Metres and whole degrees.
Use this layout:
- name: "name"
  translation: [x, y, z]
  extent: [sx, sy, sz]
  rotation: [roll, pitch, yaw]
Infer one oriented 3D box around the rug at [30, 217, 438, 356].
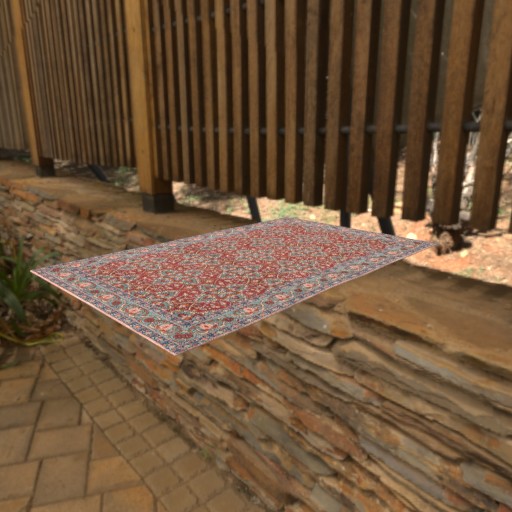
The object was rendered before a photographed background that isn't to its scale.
- name: "rug"
  translation: [0.000, 0.000, 3.065]
  extent: [1.533, 0.011, 2.439]
  rotation: [15, 22, 42]
